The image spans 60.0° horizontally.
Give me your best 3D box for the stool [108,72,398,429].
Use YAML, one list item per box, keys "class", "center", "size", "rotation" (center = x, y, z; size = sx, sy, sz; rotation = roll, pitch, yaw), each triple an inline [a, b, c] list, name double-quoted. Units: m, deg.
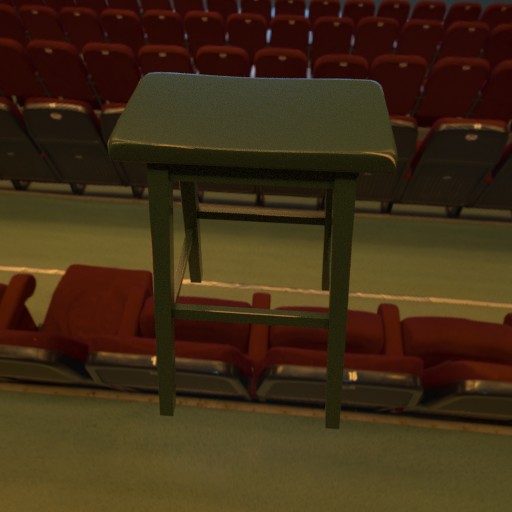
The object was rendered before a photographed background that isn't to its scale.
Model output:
- class: "stool"
  center: [0.000, 0.000, 1.017]
  size: [0.457, 0.737, 0.476]
  rotation: [3, 47, 3]
